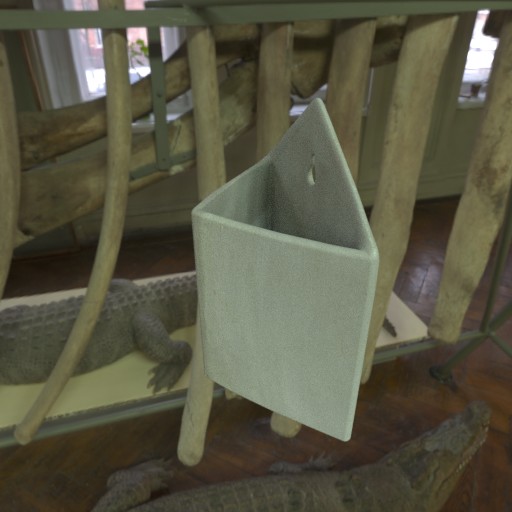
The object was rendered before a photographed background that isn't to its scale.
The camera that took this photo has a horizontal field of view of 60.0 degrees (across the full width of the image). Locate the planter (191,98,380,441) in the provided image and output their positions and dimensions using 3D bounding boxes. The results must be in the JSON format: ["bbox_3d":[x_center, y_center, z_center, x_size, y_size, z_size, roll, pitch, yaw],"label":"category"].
[{"bbox_3d":[0.000,0.000,0.289,0.080,0.194,0.163,-9,32,-14],"label":"planter"}]
